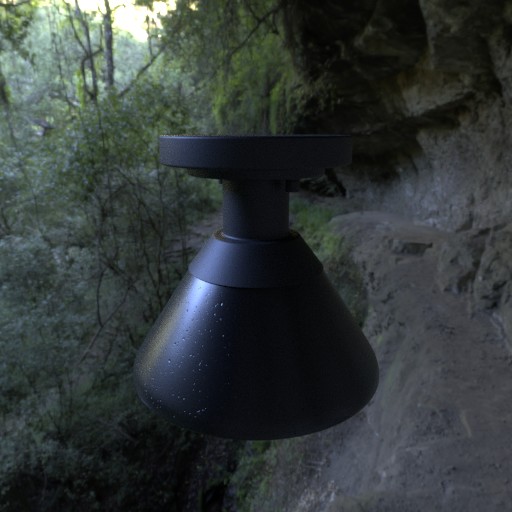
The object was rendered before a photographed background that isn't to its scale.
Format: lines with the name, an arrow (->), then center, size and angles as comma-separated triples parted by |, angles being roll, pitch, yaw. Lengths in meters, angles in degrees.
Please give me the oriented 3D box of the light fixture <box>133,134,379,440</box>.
light fixture -> 0.000, 0.000, 0.348 | 0.200, 0.183, 0.200 | 0, 16, 0
